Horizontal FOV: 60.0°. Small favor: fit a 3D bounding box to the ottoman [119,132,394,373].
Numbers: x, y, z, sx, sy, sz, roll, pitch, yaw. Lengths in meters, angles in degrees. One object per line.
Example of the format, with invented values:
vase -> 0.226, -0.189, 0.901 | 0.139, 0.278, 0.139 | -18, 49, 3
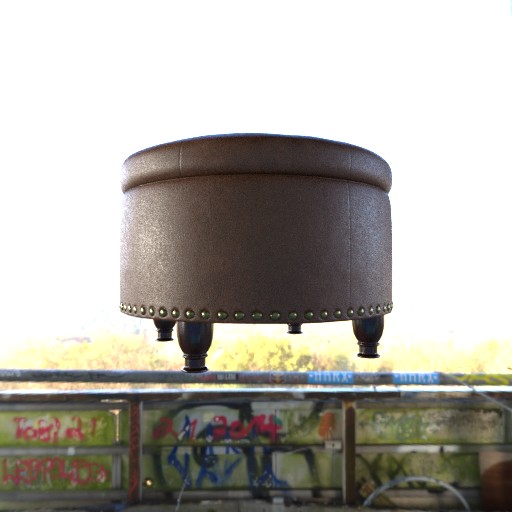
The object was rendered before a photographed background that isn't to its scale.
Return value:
ottoman -> 0.000, 0.000, 1.075 | 0.637, 0.442, 0.637 | 0, -2, 0
